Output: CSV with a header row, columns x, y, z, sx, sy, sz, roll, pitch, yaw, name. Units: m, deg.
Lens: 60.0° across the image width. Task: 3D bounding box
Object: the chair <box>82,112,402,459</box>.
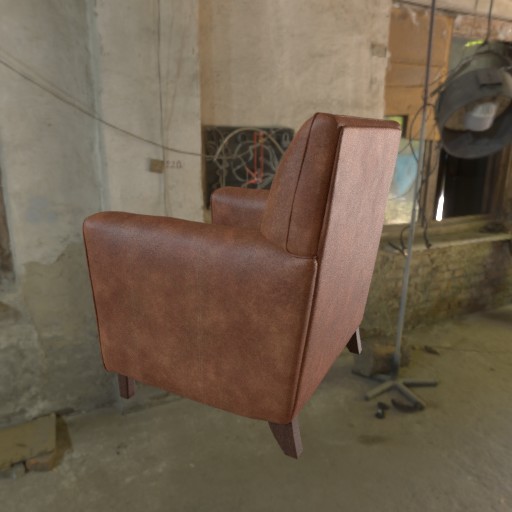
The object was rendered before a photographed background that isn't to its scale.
x,y,z,sx,sy,sz,roll,pitch,yaw,name
0.000,0.000,1.590,0.823,0.943,0.870,8,17,26,chair
